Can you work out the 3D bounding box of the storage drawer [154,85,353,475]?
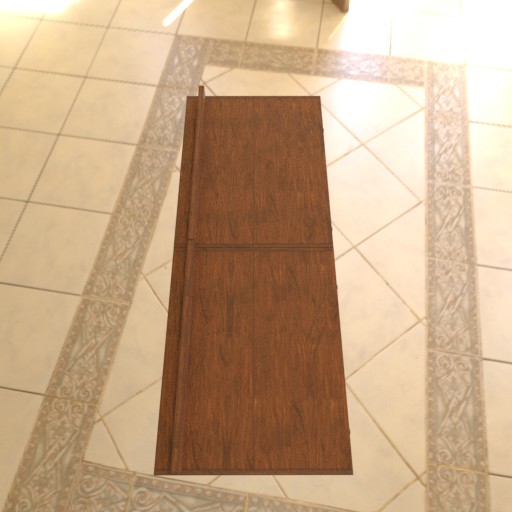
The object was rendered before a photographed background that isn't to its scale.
[{"bbox_3d":[0.000,0.000,2.161,0.774,0.339,1.914,0,64,0],"label":"storage drawer"}]
